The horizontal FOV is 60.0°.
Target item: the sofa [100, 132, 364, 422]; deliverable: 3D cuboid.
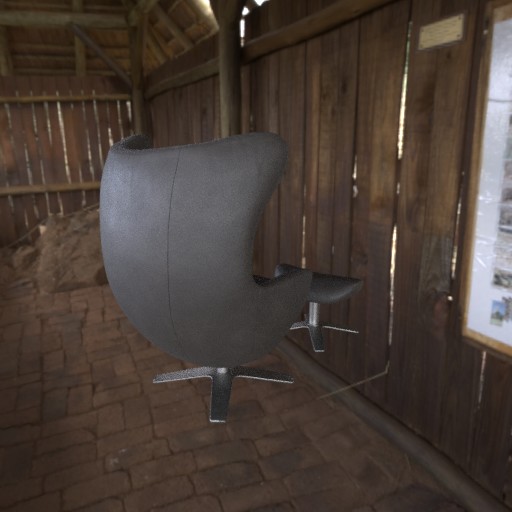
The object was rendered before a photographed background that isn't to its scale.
[{"bbox_3d":[0.000,0.000,2.143,1.444,1.135,0.894,-14,20,-43],"label":"sofa"}]
